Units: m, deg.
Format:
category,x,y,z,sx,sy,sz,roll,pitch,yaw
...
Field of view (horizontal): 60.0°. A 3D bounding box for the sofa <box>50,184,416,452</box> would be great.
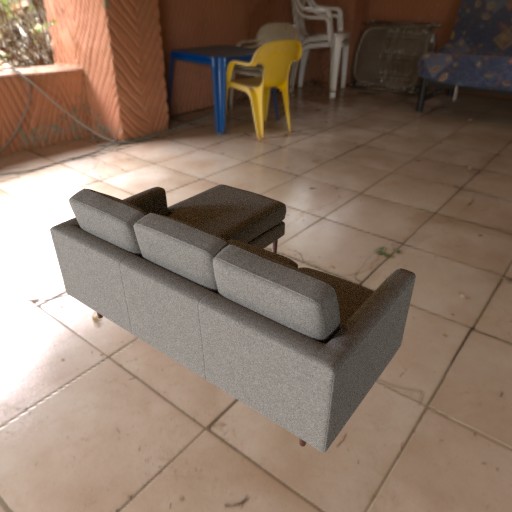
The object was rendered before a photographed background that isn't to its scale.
category,x,y,z,sx,sy,sz,roll,pitch,yaw
sofa,0.000,0.000,2.952,2.055,0.957,1.667,21,37,32
